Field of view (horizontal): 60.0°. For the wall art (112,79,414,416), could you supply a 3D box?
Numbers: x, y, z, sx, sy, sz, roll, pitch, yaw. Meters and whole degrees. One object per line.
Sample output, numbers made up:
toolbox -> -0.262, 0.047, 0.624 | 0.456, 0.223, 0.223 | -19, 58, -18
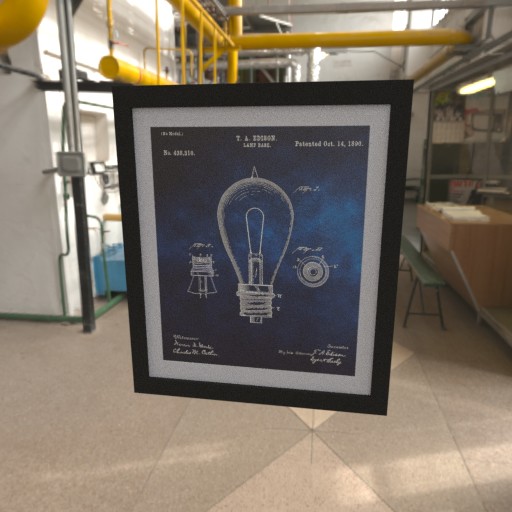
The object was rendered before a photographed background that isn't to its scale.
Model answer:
wall art -> 0.000, 0.000, 0.692 | 0.428, 0.505, 0.023 | 2, 14, 9
